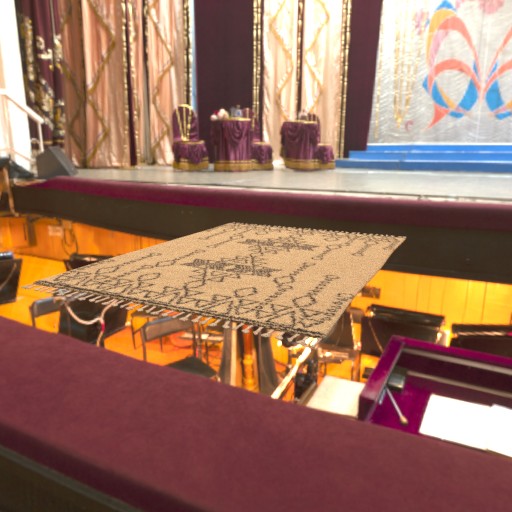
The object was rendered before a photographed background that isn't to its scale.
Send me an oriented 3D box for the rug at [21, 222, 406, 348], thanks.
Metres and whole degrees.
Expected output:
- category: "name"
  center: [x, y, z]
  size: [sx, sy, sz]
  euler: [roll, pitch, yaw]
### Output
- category: "rug"
  center: [0.000, 0.000, 3.865]
  size: [2.125, 0.028, 3.027]
  euler: [7, 15, 25]
